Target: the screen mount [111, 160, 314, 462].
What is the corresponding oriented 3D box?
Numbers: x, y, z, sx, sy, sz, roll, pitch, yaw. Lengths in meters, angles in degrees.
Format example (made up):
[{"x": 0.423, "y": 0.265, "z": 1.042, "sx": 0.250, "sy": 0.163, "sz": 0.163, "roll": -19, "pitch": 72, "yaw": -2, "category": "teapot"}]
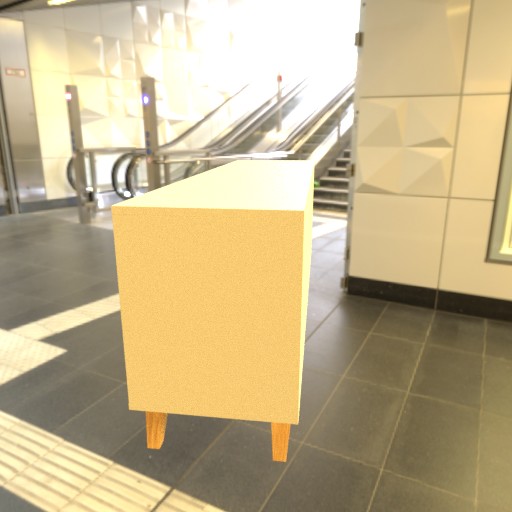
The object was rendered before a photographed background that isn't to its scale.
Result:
[{"x": 0.000, "y": 0.000, "z": 1.686, "sx": 0.400, "sy": 0.619, "sz": 1.490, "roll": 2, "pitch": 16, "yaw": 8, "category": "screen mount"}]
